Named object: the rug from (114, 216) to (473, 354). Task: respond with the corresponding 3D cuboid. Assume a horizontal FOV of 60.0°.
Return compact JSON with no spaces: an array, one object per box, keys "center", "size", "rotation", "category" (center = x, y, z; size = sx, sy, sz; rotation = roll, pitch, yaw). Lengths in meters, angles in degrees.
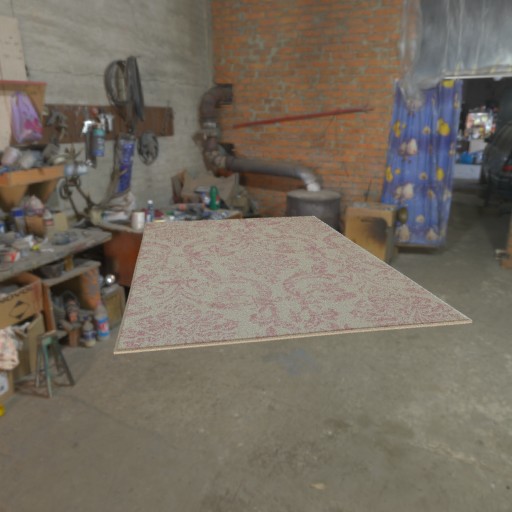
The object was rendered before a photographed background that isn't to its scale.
[{"center":[0.000,0.000,2.318],"size":[1.219,0.012,1.839],"rotation":[-3,17,-10],"category":"rug"}]
